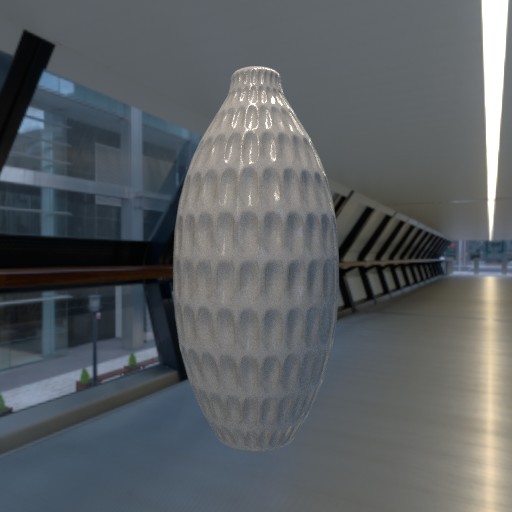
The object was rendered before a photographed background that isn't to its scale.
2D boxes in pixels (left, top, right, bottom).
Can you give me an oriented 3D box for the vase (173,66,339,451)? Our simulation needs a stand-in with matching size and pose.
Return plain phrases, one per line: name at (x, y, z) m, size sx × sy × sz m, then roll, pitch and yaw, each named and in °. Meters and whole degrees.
vase at (0.000, 0.000, 0.347) m, size 0.127 × 0.282 × 0.127 m, roll 0°, pitch 1°, yaw 0°
